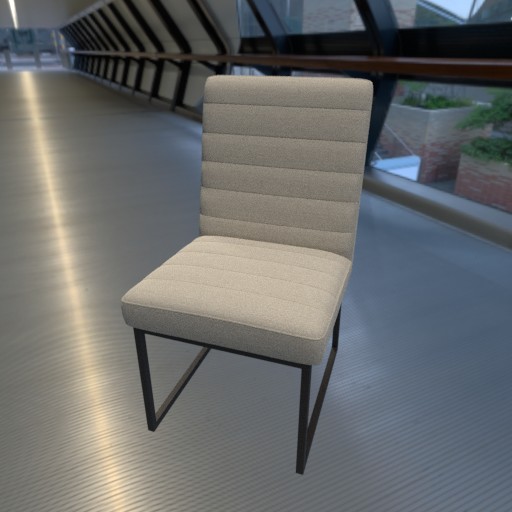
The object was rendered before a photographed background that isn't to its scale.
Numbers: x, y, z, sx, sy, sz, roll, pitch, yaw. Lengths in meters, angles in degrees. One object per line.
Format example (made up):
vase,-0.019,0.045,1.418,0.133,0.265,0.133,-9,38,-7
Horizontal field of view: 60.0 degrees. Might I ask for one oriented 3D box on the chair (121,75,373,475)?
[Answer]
chair,0.000,0.000,1.278,0.520,0.930,0.634,8,27,17
